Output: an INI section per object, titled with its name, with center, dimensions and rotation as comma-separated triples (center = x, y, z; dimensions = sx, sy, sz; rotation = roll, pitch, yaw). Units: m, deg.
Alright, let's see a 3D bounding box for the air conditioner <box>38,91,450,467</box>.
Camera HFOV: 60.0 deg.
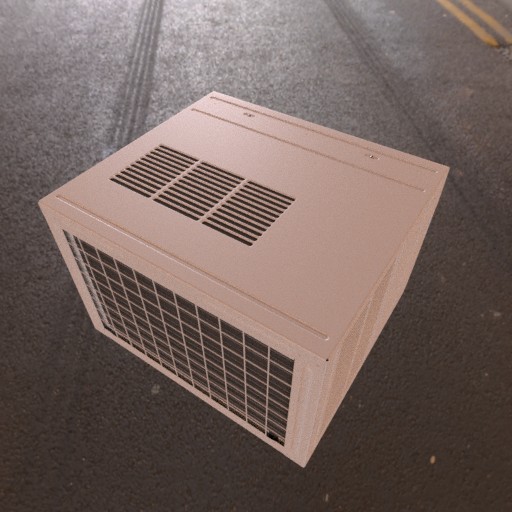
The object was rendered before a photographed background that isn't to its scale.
[air conditioner]
center = 0.000, 0.000, 1.086
dimensions = 0.645, 0.455, 0.599
rotation = 26, 51, 23
